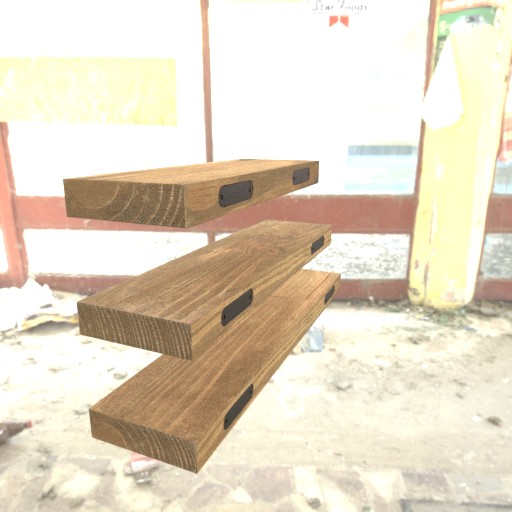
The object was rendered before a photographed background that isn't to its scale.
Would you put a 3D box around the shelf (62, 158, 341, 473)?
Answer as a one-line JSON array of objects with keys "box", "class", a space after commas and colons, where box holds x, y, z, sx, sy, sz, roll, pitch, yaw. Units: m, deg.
[{"box": [0.000, 0.000, 0.708, 0.140, 0.293, 0.610, 7, 17, 23], "class": "shelf"}]
